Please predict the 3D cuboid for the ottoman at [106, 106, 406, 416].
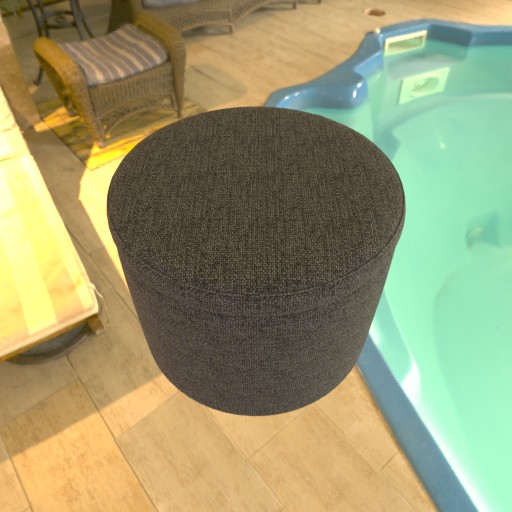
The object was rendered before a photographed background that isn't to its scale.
[{"bbox_3d":[0.000,0.000,0.915,0.520,0.430,0.520,0,47,0],"label":"ottoman"}]
